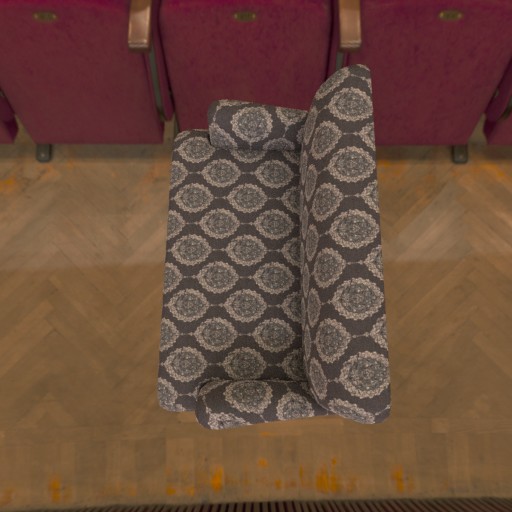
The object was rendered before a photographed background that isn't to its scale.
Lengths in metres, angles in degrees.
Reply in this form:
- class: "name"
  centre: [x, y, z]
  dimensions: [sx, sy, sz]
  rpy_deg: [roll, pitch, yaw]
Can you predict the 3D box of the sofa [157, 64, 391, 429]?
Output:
- class: "sofa"
  centre: [0.000, 0.000, 1.789]
  dimensions: [0.779, 0.867, 1.297]
  rpy_deg: [1, 76, 0]
